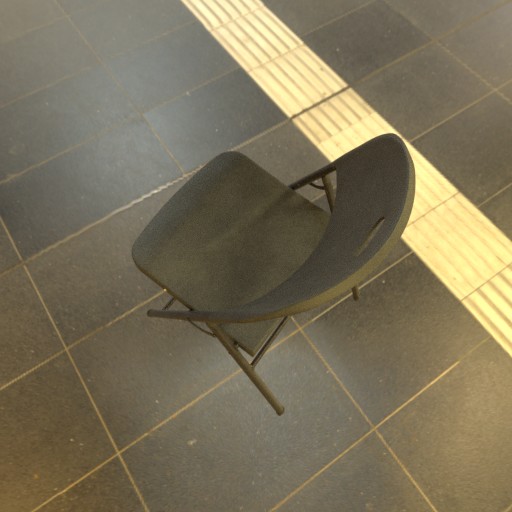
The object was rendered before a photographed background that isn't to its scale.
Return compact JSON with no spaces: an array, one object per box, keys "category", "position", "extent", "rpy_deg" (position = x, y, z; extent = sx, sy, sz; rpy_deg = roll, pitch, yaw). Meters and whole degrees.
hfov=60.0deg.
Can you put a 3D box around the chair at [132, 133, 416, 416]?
[{"category":"chair","position":[0.000,0.000,1.153],"extent":[0.566,0.810,0.494],"rpy_deg":[33,69,15]}]
